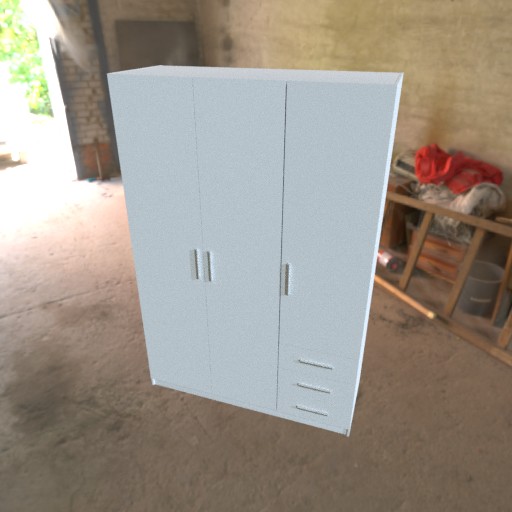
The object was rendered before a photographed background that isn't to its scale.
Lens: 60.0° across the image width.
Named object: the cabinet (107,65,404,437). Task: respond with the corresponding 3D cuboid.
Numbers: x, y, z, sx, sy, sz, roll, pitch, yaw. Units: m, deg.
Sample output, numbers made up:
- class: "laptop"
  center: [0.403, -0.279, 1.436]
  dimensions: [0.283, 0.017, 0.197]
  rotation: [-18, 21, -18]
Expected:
- class: "cabinet"
  center: [0.000, 0.000, 2.495]
  dimensions: [1.290, 1.910, 0.510]
  rotation: [9, 29, 17]
